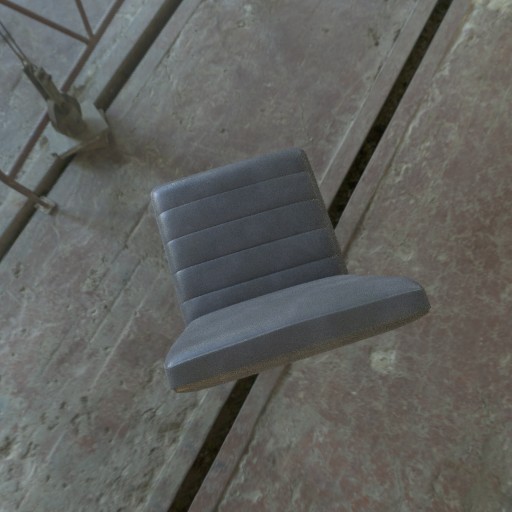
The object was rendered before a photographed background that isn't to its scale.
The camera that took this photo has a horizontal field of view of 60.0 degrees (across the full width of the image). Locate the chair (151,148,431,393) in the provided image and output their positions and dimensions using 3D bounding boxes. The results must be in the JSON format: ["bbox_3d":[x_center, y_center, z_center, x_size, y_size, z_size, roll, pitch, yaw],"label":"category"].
[{"bbox_3d":[0.000,0.000,1.309,0.520,0.930,0.634,-17,76,-4],"label":"chair"}]
